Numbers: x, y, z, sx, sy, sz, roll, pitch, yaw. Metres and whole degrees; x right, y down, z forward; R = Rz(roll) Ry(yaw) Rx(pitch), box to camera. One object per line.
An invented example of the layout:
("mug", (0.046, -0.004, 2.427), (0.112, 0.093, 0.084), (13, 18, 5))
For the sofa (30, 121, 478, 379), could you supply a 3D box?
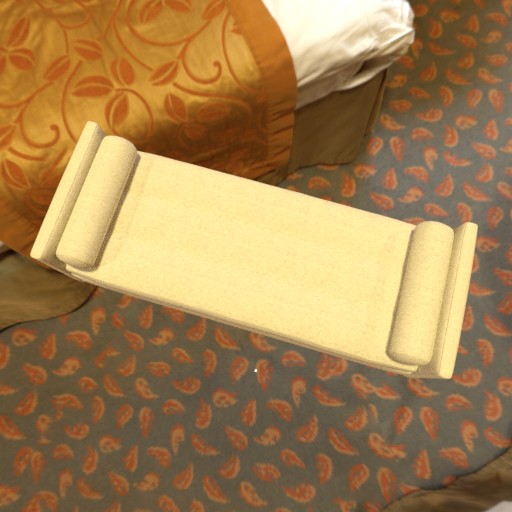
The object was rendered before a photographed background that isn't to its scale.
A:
("sofa", (0.000, 0.000, 2.480), (2.102, 0.655, 0.797), (16, 76, 4))
